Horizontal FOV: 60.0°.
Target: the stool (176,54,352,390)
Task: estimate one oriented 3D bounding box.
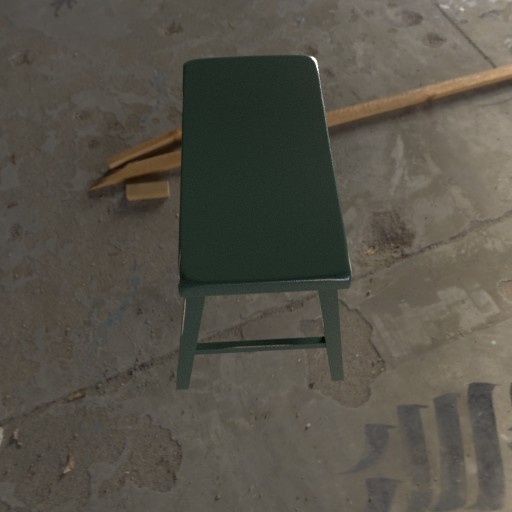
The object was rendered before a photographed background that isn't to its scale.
[{"bbox_3d":[0.000,0.000,1.029,0.476,0.737,0.457,-3,64,-1],"label":"stool"}]
